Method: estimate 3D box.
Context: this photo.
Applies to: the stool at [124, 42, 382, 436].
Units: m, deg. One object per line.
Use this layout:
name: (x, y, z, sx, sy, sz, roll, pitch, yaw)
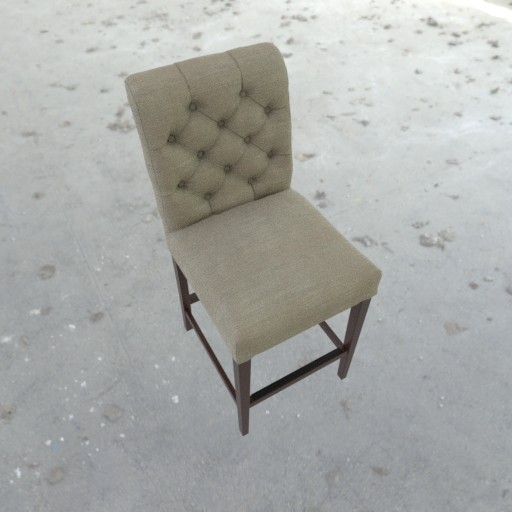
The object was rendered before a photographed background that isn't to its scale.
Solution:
stool: (0.000, 0.000, 1.456, 0.486, 1.084, 0.660, -23, 52, -19)
